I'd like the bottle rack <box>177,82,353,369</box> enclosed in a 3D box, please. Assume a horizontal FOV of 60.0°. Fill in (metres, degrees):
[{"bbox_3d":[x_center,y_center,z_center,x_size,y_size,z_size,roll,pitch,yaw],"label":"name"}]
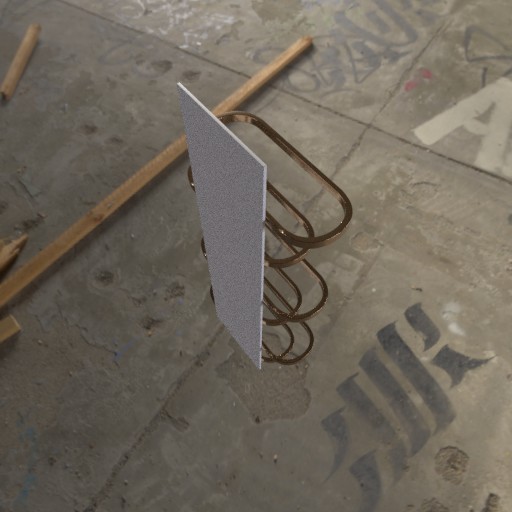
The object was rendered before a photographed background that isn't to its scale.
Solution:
[{"bbox_3d":[0.000,0.000,0.846,0.118,0.709,0.332,-33,63,-19],"label":"bottle rack"}]
